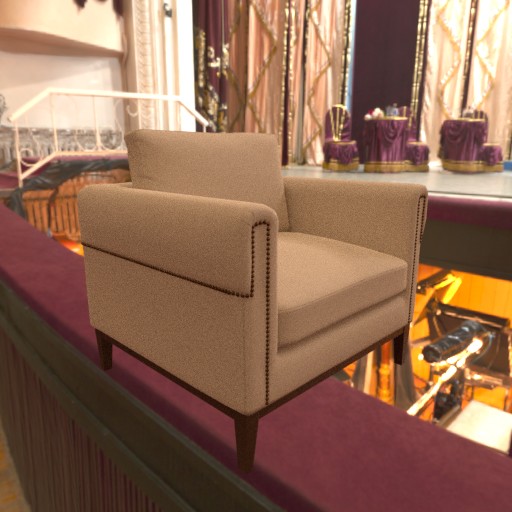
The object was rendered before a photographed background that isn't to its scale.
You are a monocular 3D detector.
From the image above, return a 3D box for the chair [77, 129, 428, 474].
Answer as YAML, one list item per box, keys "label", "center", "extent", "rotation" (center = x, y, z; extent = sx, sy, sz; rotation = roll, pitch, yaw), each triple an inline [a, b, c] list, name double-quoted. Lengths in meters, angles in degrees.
- label: "chair"
  center: [0.000, 0.000, 1.668]
  extent: [0.896, 0.915, 0.982]
  rotation: [13, 19, 43]
